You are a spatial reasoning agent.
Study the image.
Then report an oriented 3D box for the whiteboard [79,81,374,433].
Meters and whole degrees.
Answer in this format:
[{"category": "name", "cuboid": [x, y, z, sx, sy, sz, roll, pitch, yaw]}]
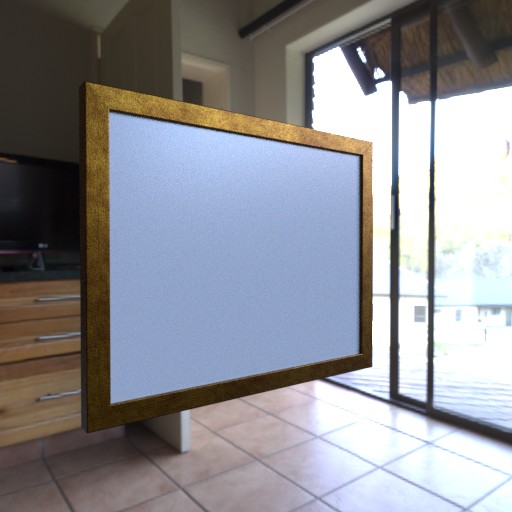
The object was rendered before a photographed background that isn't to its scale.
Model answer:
[{"category": "whiteboard", "cuboid": [0.000, 0.000, 0.748, 0.561, 0.457, 0.029, -1, 1, -35]}]
